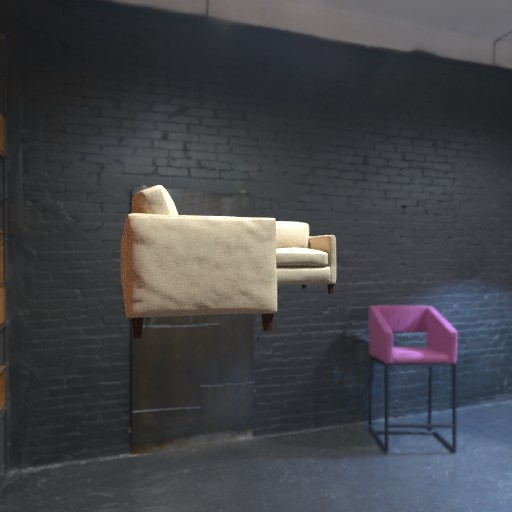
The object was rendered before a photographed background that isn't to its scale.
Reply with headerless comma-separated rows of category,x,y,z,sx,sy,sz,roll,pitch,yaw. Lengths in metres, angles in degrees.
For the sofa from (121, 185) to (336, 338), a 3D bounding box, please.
sofa,0.000,0.000,4.446,2.593,0.947,3.302,0,0,-17
